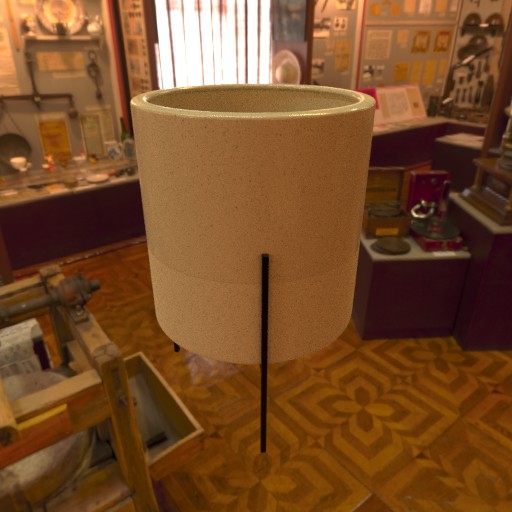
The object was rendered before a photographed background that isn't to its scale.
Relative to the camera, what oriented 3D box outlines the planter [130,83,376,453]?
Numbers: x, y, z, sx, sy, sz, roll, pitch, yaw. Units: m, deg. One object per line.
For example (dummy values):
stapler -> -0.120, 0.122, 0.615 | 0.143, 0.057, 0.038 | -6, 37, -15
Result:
planter -> 0.000, 0.000, 0.691 | 0.323, 0.475, 0.314 | -18, 32, -31
